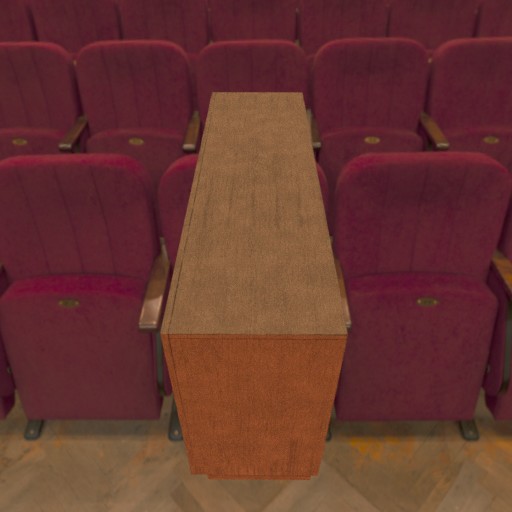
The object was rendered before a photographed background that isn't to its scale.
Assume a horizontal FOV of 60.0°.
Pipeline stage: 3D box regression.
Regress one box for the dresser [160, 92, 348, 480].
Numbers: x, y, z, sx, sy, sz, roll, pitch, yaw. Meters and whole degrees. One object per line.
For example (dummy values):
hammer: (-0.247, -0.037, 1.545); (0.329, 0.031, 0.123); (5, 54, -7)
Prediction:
dresser: (0.000, 0.000, 2.037); (0.483, 0.889, 1.628); (0, 41, 0)
